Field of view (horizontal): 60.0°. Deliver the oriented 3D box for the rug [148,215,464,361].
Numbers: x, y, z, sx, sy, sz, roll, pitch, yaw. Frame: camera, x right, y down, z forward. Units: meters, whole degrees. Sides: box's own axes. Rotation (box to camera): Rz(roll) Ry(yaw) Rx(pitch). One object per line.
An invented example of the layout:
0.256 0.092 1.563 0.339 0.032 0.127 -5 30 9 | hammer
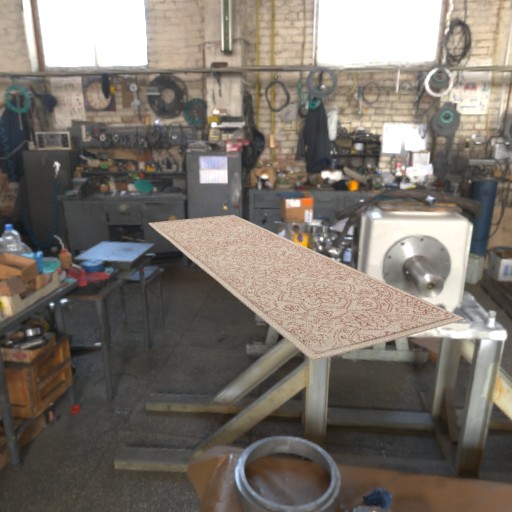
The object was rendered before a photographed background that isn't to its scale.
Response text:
0.000 0.000 2.755 0.769 0.012 2.448 -8 19 -25 | rug
